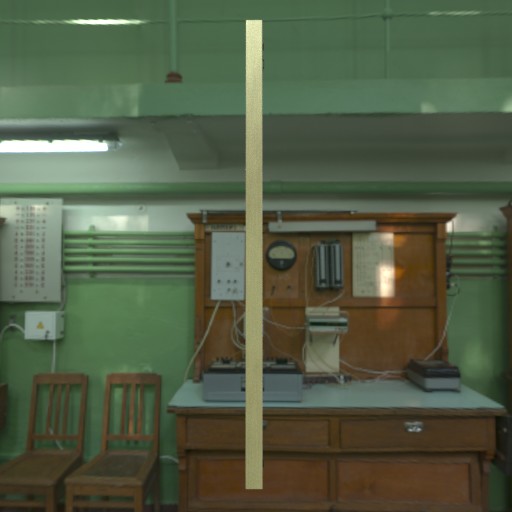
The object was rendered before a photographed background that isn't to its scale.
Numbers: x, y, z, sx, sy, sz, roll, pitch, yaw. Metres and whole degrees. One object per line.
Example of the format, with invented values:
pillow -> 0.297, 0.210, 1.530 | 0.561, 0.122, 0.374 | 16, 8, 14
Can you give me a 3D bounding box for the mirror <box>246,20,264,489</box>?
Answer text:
mirror -> 0.000, 0.000, 1.340 | 0.040, 1.016, 0.762 | 0, -2, 0
